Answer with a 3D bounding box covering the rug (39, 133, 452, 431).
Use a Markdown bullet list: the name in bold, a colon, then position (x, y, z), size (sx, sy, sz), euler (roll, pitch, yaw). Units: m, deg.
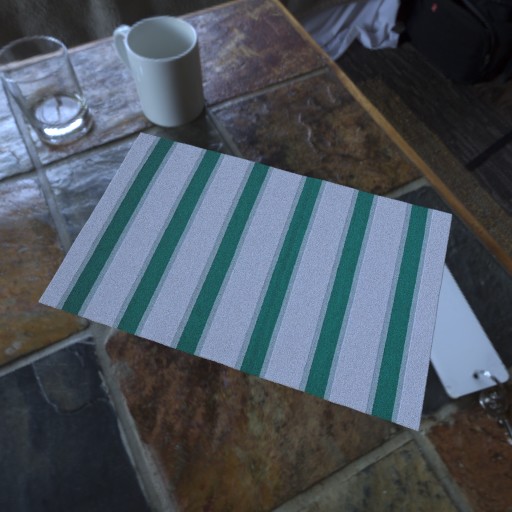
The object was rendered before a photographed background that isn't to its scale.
- **rug**: position (0.000, 0.000, 2.996), size (2.436, 0.015, 1.521), euler (17, 63, 9)
